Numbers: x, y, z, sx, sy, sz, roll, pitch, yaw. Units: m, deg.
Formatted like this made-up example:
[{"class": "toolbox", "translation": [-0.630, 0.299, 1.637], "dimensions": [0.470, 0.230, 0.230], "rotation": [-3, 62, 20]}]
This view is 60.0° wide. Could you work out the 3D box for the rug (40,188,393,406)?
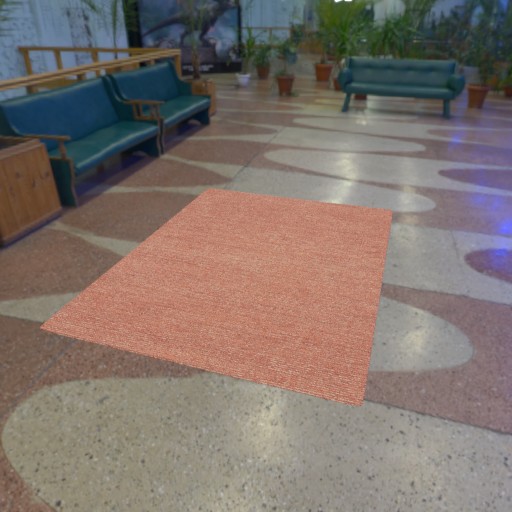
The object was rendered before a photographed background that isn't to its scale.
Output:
[{"class": "rug", "translation": [0.000, 0.000, 2.860], "dimensions": [1.594, 0.009, 2.112], "rotation": [9, 30, 16]}]
